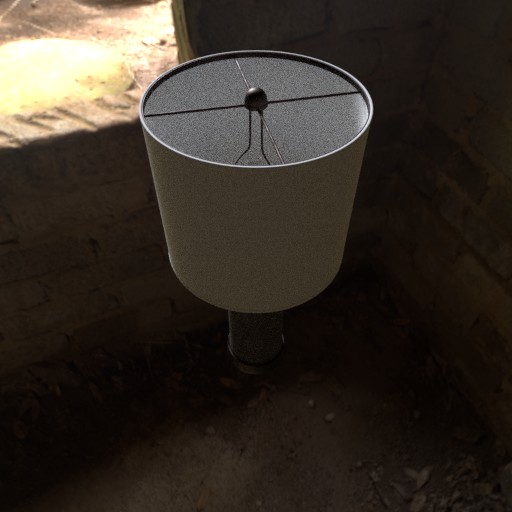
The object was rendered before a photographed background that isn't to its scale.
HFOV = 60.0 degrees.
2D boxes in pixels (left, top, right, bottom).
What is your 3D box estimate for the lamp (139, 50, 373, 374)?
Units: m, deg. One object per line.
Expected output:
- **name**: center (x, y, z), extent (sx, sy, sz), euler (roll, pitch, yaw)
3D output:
- **lamp**: center (0.000, 0.000, 0.798), extent (0.301, 0.630, 0.301), euler (25, 52, 21)
